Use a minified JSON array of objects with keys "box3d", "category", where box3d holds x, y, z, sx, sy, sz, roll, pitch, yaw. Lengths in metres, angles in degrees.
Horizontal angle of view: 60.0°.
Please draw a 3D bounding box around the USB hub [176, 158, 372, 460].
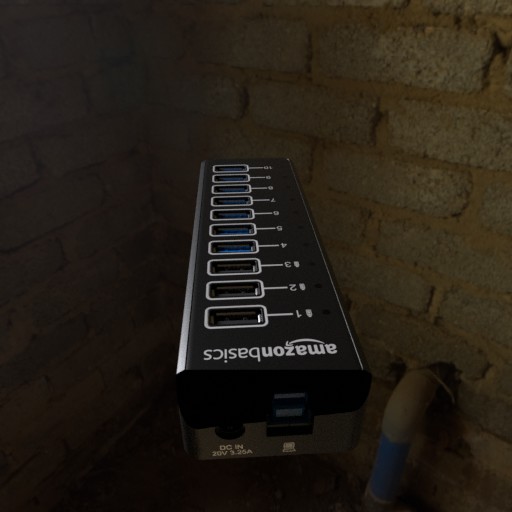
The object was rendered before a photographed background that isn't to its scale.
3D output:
[{"box3d":[0.000,0.000,0.162,0.044,0.023,0.145,-2,32,-3],"category":"USB hub"}]
